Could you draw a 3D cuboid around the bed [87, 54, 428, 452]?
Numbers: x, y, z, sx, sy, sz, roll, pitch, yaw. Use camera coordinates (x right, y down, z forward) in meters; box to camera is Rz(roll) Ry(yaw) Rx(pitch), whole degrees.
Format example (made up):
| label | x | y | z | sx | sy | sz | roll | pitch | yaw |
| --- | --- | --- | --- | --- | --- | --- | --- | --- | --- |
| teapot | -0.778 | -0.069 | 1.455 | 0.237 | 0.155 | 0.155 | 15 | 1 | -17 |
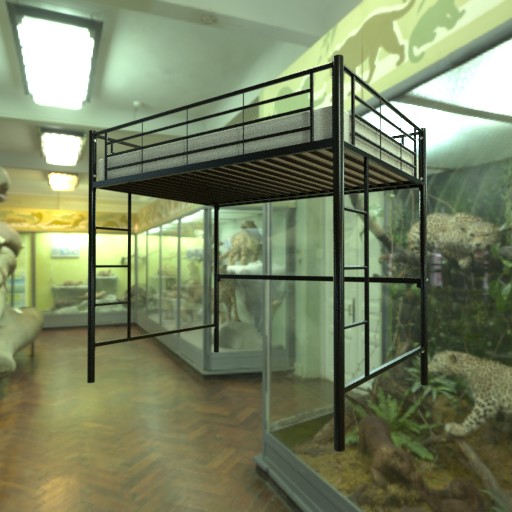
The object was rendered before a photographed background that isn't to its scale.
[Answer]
| label | x | y | z | sx | sy | sz | roll | pitch | yaw |
| --- | --- | --- | --- | --- | --- | --- | --- | --- | --- |
| bed | 0.000 | 0.000 | 3.150 | 1.994 | 1.803 | 1.397 | -1 | -1 | 36 |
